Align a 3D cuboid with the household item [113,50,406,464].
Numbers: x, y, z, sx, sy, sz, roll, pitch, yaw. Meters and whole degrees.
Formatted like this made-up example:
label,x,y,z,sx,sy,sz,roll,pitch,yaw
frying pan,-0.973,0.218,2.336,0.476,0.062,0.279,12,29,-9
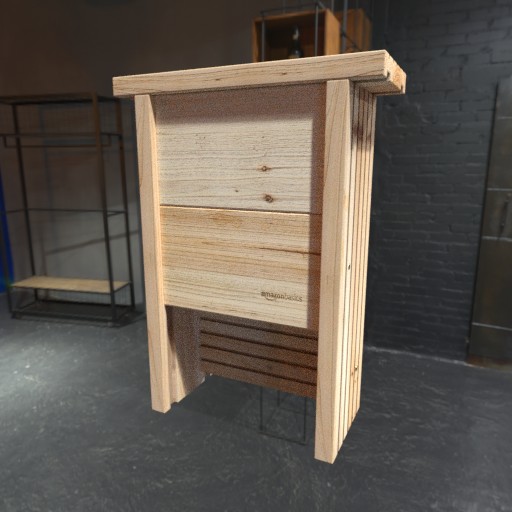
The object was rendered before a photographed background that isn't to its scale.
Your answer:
label,x,y,z,sx,sy,sz,roll,pitch,yaw
household item,0.000,0.000,0.533,0.301,0.407,0.123,6,14,25
